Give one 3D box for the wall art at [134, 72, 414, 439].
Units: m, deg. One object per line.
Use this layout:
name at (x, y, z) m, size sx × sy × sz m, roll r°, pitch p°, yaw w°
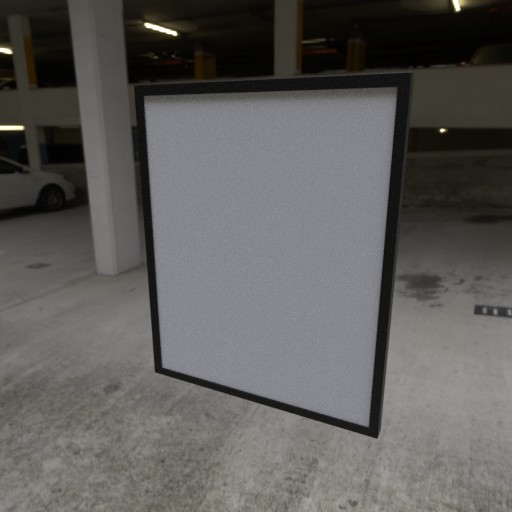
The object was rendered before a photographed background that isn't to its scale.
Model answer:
wall art at (0.000, 0.000, 0.536) m, size 0.325 × 0.397 × 0.018 m, roll 8°, pitch 18°, yaw 25°
